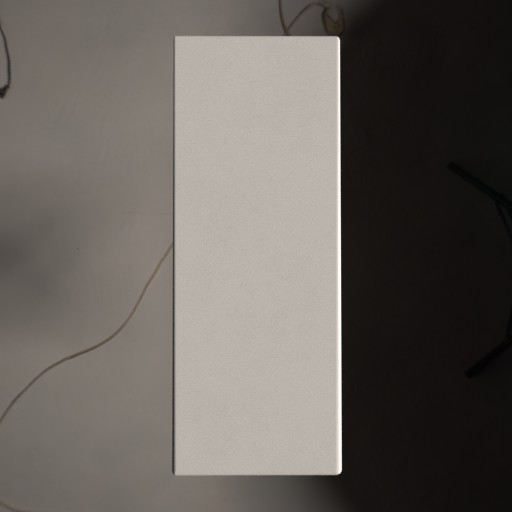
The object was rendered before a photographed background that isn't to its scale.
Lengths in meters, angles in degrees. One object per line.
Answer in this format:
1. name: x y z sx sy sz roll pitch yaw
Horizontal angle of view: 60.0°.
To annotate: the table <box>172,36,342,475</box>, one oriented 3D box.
1. table: 0.000 0.000 1.557 0.459 0.740 1.184 0 90 0
